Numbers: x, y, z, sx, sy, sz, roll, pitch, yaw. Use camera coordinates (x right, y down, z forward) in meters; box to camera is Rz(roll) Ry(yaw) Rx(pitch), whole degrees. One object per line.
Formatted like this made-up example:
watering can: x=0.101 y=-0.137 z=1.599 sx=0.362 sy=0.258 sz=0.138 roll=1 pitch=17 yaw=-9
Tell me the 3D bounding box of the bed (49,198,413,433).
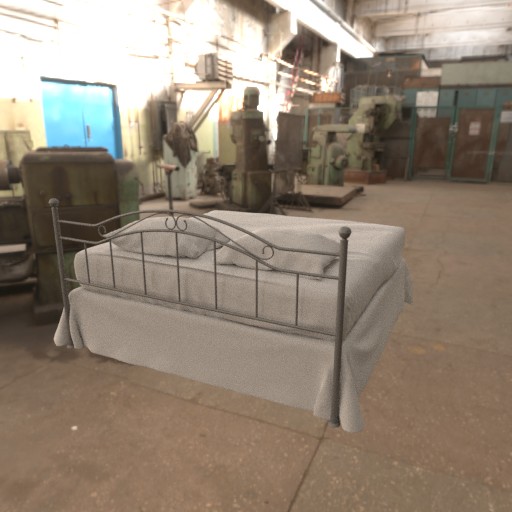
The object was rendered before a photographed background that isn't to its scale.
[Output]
bed: x=0.000 y=0.000 z=3.570 sx=2.309 sy=1.080 sz=2.220 roll=8 pitch=18 yaw=26
